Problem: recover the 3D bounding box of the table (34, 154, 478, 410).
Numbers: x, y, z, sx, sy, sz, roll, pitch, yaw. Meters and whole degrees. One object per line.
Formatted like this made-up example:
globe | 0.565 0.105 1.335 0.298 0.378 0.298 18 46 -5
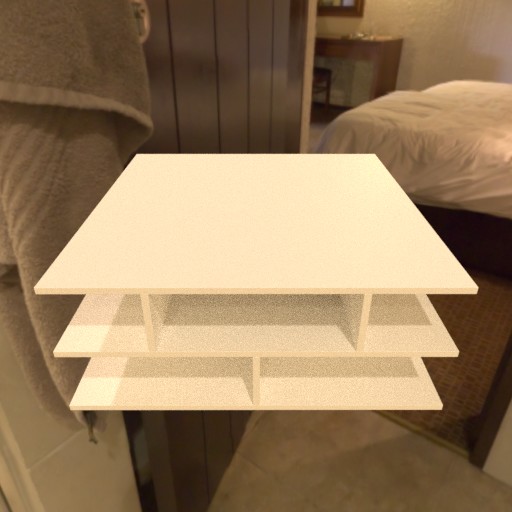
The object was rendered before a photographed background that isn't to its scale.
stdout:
table | 0.000 0.000 1.072 0.700 0.289 0.700 0 30 0
